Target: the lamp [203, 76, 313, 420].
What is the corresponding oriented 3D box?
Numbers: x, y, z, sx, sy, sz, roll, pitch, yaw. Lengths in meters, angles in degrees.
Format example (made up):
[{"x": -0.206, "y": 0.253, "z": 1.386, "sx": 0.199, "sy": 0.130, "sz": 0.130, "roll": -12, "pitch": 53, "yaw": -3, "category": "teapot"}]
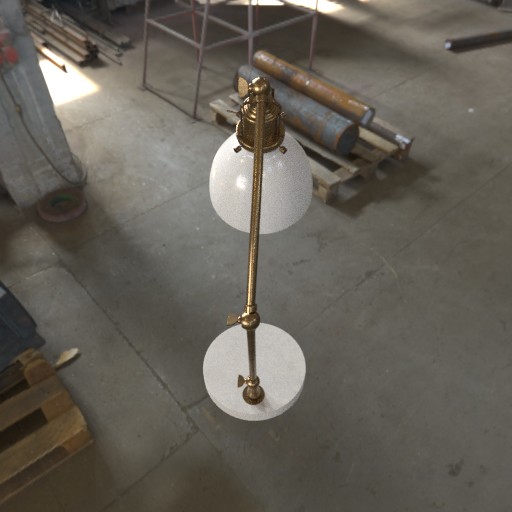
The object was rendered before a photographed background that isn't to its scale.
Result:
[{"x": 0.000, "y": 0.000, "z": 0.665, "sx": 0.186, "sy": 0.522, "sz": 0.317, "roll": 2, "pitch": 46, "yaw": 2, "category": "lamp"}]
